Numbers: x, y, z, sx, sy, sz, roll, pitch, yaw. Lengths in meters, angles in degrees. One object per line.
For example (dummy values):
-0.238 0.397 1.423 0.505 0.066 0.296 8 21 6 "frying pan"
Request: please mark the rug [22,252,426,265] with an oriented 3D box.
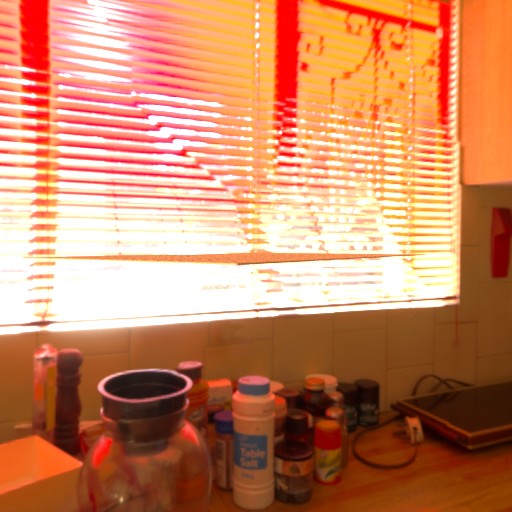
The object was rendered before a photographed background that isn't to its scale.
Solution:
0.000 0.000 2.328 1.220 0.007 1.828 1 1 36 "rug"
